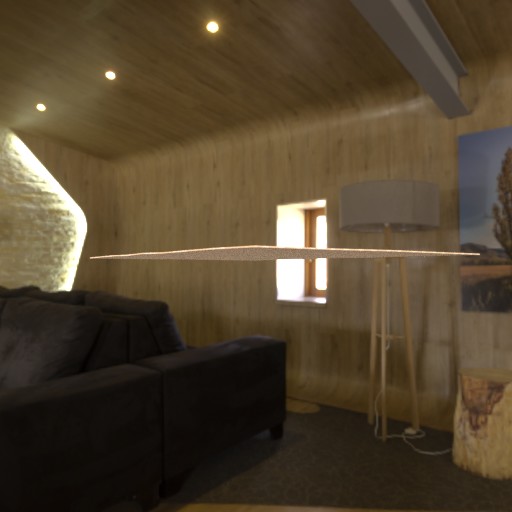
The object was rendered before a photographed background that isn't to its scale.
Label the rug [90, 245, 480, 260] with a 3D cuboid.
[{"bbox_3d":[0.000,0.000,2.850,1.524,0.013,2.135,1,-2,-35],"label":"rug"}]
